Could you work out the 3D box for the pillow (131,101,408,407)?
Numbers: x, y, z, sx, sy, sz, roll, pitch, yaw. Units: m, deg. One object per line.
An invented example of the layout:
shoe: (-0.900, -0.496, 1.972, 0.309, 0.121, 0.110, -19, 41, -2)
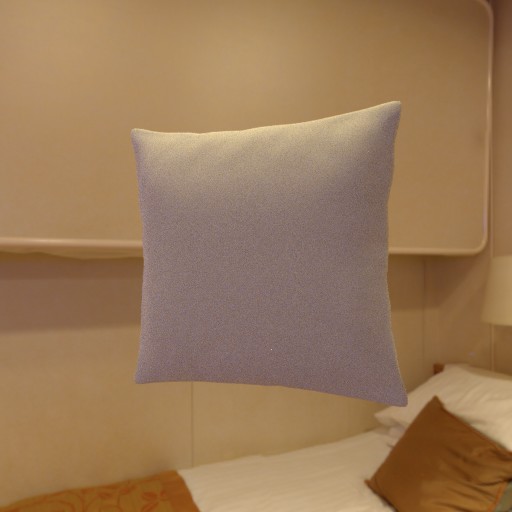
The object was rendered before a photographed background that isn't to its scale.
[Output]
pillow: (0.000, 0.000, 0.810, 0.523, 0.510, 0.166, 0, -1, 18)
